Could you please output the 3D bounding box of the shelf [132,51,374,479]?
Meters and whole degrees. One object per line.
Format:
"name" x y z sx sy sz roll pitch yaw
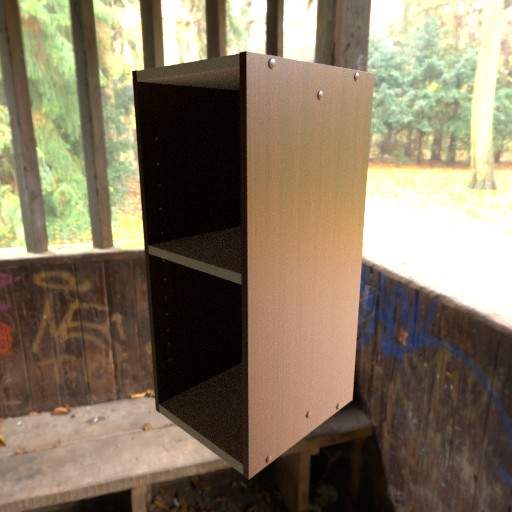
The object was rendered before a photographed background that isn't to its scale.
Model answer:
"shelf" 0.000 0.000 0.778 0.253 0.600 0.290 15 21 42
